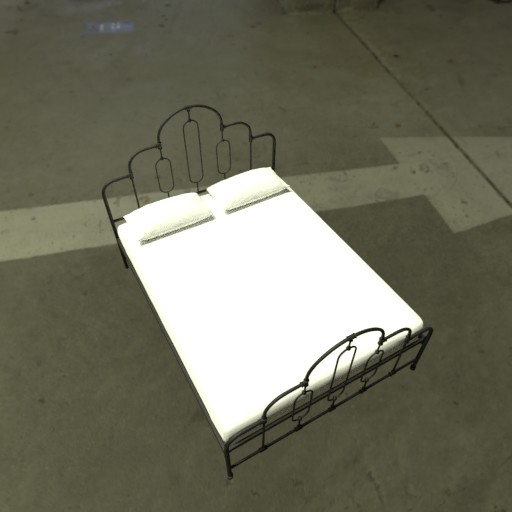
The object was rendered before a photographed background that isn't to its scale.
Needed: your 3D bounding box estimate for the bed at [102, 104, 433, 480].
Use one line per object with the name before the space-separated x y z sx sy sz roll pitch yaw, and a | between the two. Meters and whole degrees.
bed | 0.000 0.000 3.299 1.640 1.429 2.163 -22 50 -20
